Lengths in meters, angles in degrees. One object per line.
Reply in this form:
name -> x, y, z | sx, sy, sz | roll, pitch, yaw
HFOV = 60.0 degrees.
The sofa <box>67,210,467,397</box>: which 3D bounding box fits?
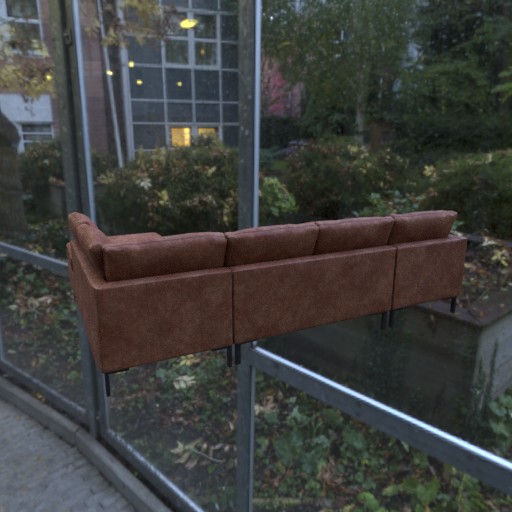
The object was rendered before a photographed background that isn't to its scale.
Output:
sofa -> 0.000, 0.000, 3.887 | 2.956, 0.900, 1.939 | -7, 16, -26
